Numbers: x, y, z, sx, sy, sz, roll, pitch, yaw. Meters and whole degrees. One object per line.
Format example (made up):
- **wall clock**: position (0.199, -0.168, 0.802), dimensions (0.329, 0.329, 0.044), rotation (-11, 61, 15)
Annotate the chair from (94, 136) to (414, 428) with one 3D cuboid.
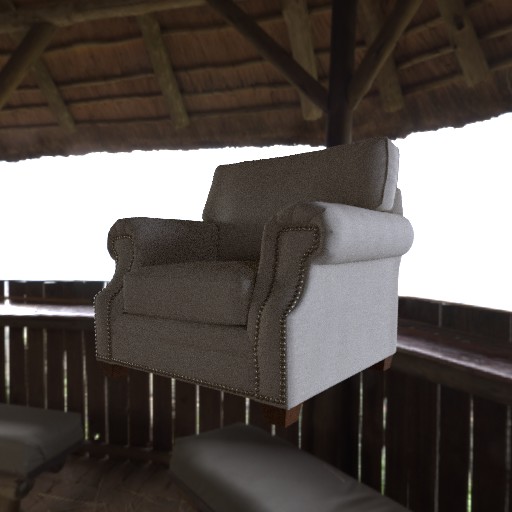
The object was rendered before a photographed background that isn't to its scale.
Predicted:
- **chair**: position (0.000, 0.000, 1.868), dimensions (1.092, 0.961, 0.965), rotation (1, 1, 37)
